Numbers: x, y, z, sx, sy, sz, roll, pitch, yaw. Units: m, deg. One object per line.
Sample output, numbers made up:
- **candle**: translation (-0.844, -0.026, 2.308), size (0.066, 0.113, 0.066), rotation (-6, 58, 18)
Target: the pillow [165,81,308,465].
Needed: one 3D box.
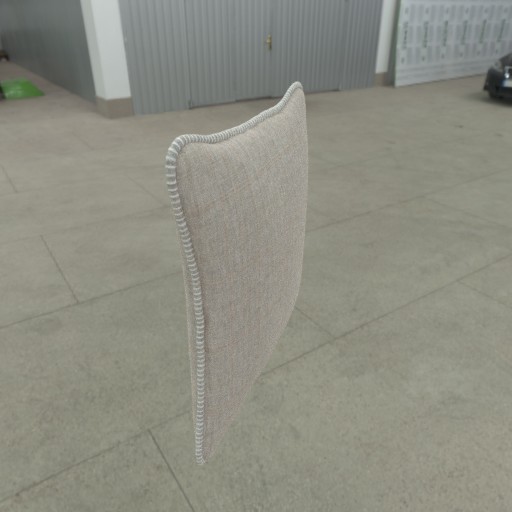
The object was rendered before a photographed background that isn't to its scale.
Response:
- **pillow**: translation (0.000, 0.000, 0.736), size (0.124, 0.494, 0.485), rotation (10, 31, 18)
